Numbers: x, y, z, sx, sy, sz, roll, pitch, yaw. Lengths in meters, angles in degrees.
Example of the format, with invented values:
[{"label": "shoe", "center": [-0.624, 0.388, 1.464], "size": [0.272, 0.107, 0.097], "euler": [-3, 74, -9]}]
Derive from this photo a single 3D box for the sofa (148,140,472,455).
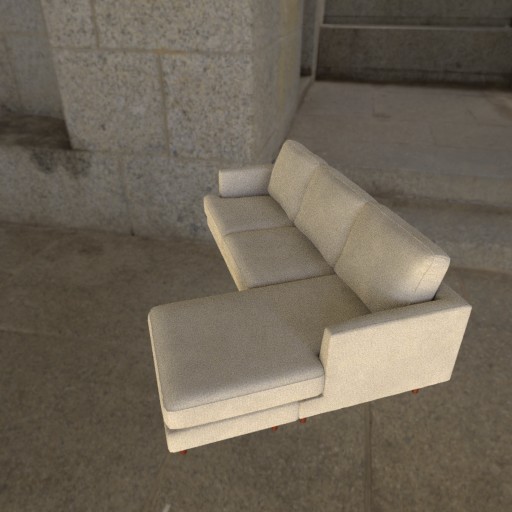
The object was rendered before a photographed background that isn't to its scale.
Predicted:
[{"label": "sofa", "center": [0.000, 0.000, 2.958], "size": [1.504, 0.956, 2.233], "euler": [-9, 32, -15]}]
